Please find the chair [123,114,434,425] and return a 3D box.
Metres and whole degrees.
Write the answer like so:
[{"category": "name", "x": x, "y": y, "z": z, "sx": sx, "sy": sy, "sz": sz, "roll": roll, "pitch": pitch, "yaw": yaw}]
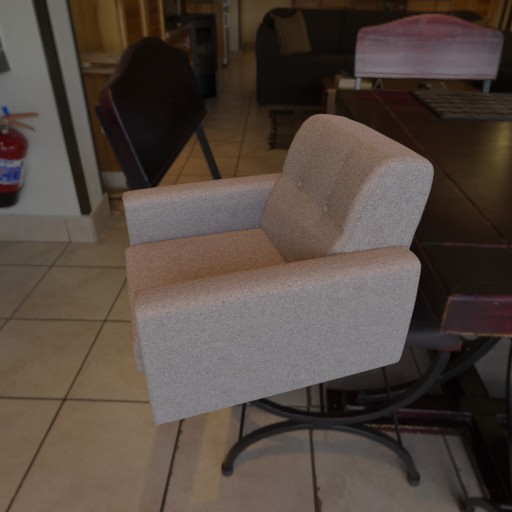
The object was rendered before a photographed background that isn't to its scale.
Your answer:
[{"category": "chair", "x": 0.000, "y": 0.000, "z": 1.583, "sx": 0.907, "sy": 0.839, "sz": 0.831, "roll": -9, "pitch": 32, "yaw": -14}]
